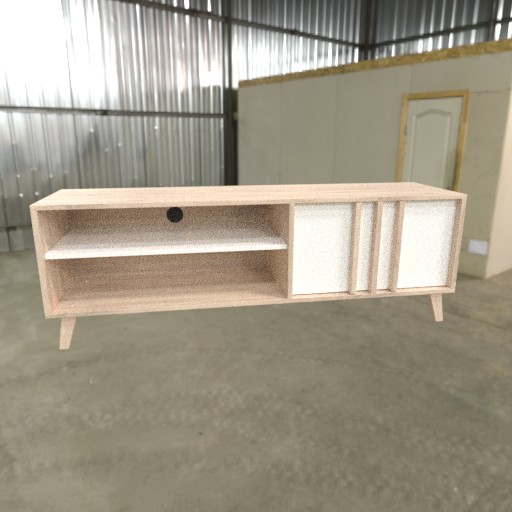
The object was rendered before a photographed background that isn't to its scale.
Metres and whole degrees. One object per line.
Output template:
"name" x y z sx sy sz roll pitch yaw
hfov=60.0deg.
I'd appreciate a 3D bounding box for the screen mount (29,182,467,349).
"screen mount" 0.000 0.000 1.760 1.500 0.510 0.400 -3 16 -9
